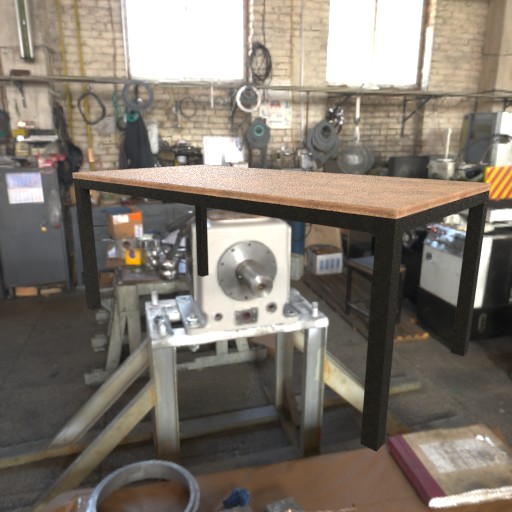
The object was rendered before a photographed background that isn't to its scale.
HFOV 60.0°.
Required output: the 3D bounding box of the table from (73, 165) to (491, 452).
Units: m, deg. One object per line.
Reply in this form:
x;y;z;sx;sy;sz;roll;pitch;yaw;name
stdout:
0.000;0.000;2.187;1.805;0.767;0.893;13;20;40;table
